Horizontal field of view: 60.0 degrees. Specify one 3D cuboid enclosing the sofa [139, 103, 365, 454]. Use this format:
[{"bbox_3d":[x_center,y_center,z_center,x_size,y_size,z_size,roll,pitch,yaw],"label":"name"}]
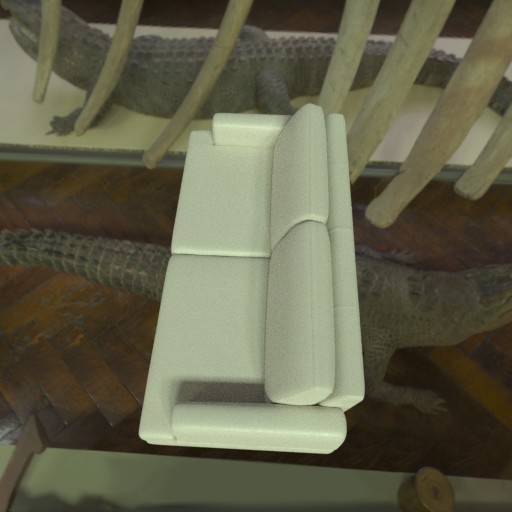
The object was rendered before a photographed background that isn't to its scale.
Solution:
[{"bbox_3d":[0.000,0.000,2.447,0.974,0.765,1.940,2,60,1],"label":"sofa"}]
